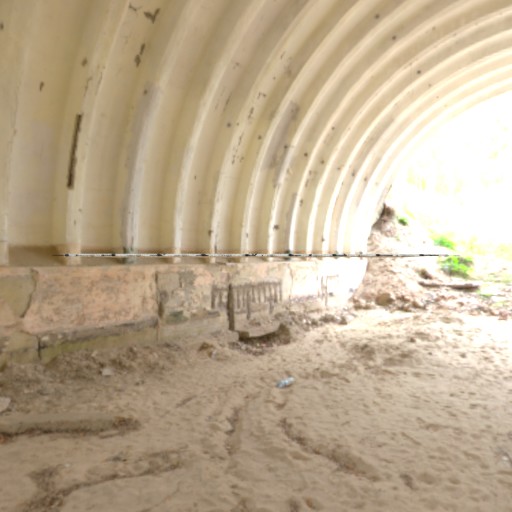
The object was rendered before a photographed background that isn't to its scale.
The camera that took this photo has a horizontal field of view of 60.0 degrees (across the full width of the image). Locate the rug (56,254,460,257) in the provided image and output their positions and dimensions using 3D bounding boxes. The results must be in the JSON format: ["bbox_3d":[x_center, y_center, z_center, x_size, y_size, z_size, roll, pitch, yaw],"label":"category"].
[{"bbox_3d":[0.000,0.000,4.146,2.342,0.026,3.221,0,0,0],"label":"rug"}]
